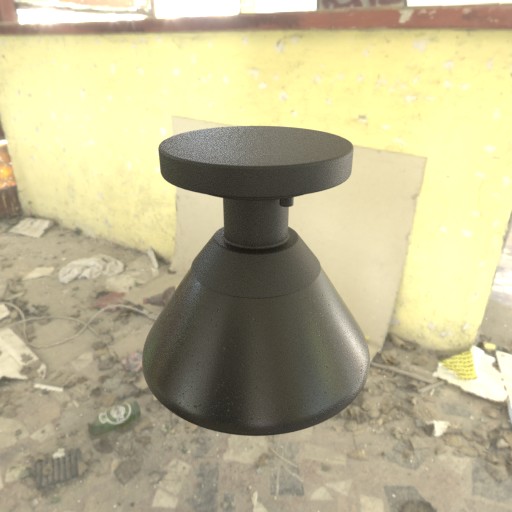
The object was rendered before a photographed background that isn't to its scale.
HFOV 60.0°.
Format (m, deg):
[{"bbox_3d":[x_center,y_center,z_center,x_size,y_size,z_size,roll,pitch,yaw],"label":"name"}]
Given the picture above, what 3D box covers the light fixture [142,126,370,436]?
[{"bbox_3d":[0.000,0.000,0.361,0.200,0.183,0.200,0,26,0],"label":"light fixture"}]
